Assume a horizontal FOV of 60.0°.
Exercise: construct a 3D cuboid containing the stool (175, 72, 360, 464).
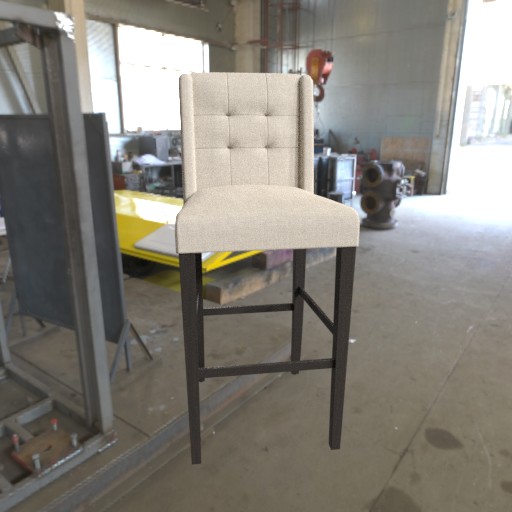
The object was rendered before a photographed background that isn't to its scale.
[{"bbox_3d":[0.000,0.000,1.392,0.474,1.116,0.509,-2,17,-8],"label":"stool"}]
